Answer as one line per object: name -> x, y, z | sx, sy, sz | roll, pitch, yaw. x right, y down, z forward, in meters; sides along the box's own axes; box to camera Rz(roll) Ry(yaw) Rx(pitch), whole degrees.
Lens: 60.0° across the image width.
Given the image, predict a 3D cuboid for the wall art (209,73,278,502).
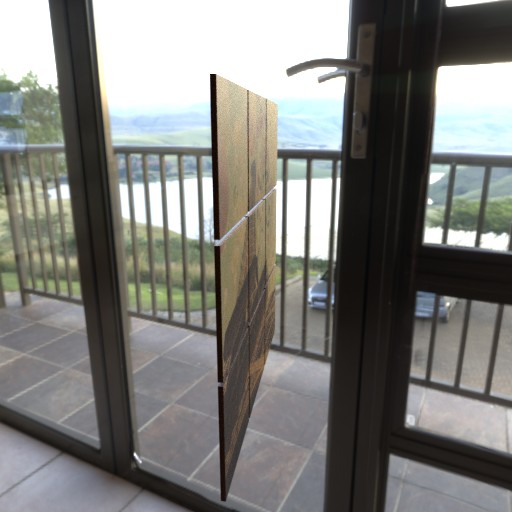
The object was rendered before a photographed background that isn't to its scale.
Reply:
wall art -> 0.000, 0.000, 1.813 | 0.017, 1.246, 1.256 | 3, 16, 9
